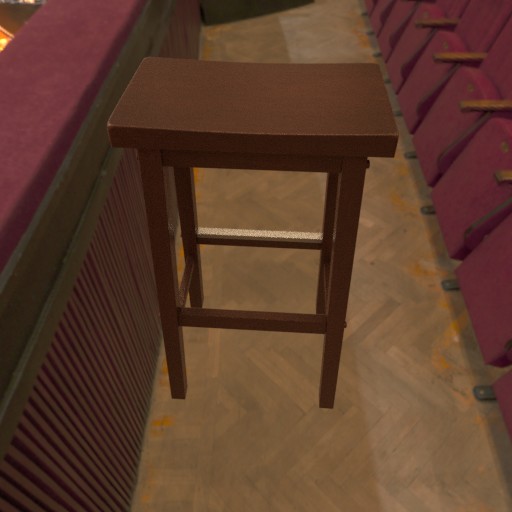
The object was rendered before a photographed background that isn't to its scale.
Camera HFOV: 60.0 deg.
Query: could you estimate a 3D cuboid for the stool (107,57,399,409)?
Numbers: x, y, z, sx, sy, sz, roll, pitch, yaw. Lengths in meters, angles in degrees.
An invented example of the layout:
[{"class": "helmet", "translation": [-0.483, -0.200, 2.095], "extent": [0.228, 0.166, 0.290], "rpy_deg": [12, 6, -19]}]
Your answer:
[{"class": "stool", "translation": [0.000, 0.000, 0.954], "extent": [0.406, 0.742, 0.322], "rpy_deg": [3, 47, 3]}]
